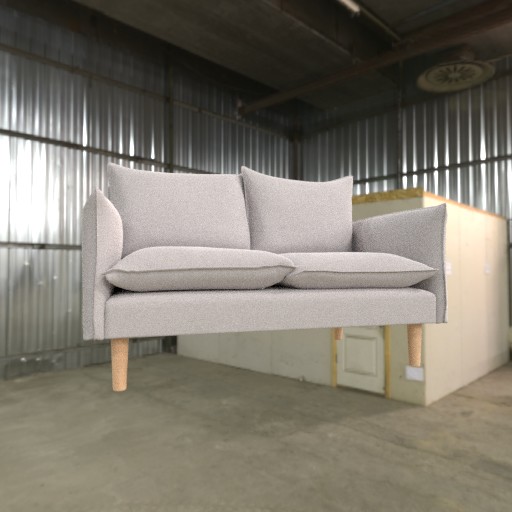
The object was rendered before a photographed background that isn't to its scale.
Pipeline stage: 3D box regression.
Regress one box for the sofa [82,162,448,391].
[{"bbox_3d":[0.000,0.000,1.814,1.300,0.840,0.820,0,-1,-17],"label":"sofa"}]
